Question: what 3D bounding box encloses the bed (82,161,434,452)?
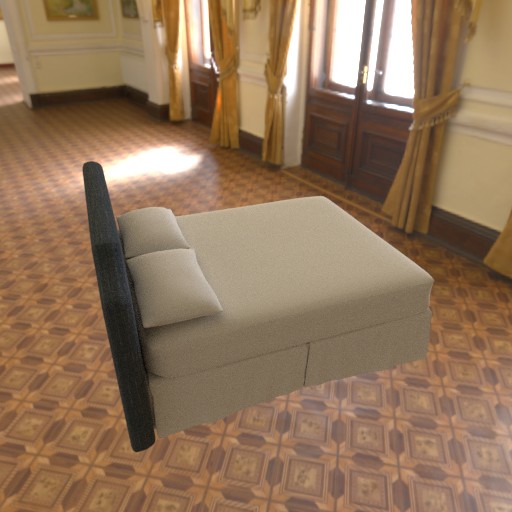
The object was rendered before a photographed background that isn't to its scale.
[{"bbox_3d":[0.000,0.000,3.331,2.208,1.297,1.828,-11,31,-18],"label":"bed"}]
